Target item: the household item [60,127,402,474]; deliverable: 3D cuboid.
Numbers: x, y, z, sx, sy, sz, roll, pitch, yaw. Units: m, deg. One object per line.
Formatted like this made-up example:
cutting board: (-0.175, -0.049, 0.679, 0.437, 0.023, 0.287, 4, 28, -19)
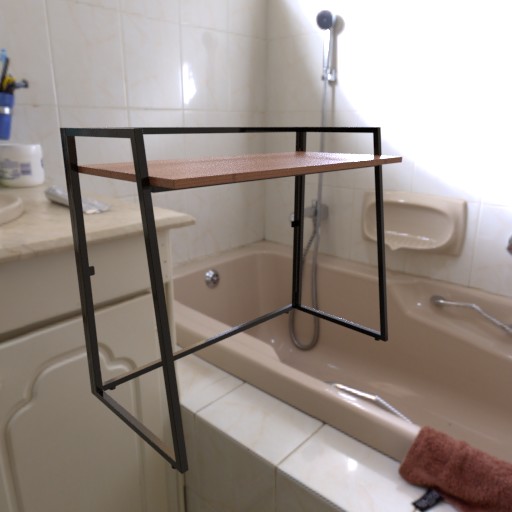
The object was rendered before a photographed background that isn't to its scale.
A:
household item: (0.000, 0.000, 1.542, 1.050, 0.860, 0.510, -16, 23, -43)
